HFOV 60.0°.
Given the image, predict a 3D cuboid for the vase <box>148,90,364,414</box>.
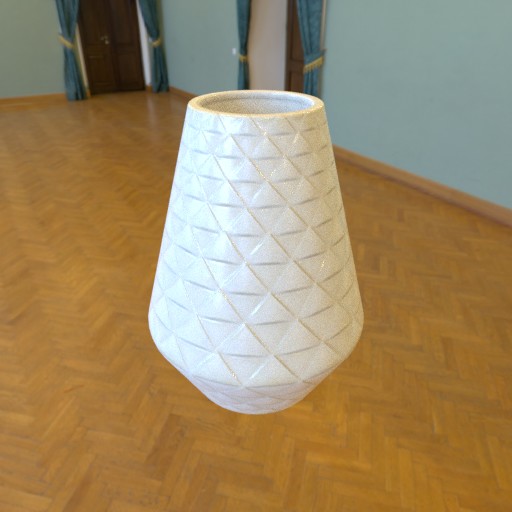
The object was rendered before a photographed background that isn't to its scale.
[{"bbox_3d":[0.000,0.000,0.344,0.175,0.230,0.175,0,30,0],"label":"vase"}]
